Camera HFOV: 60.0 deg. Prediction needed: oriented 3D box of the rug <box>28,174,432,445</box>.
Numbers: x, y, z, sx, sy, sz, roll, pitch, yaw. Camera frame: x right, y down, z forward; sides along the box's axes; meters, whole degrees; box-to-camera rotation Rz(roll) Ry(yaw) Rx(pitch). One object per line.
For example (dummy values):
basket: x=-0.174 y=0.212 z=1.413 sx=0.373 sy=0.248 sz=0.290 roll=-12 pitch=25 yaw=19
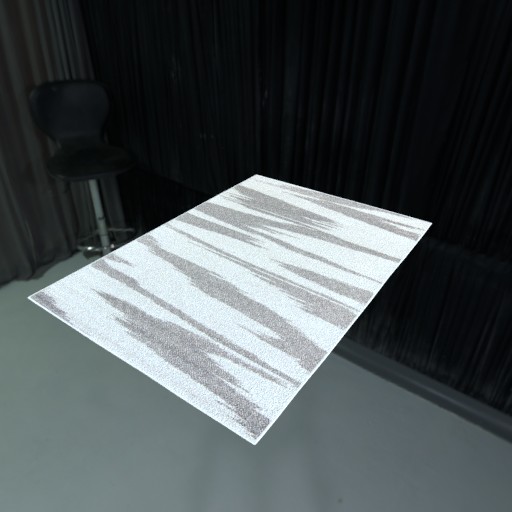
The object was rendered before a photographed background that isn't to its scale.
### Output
rug: x=0.000 y=0.000 z=2.765 sx=1.533 sy=0.010 sz=2.142 roll=21 pitch=38 yaw=29
